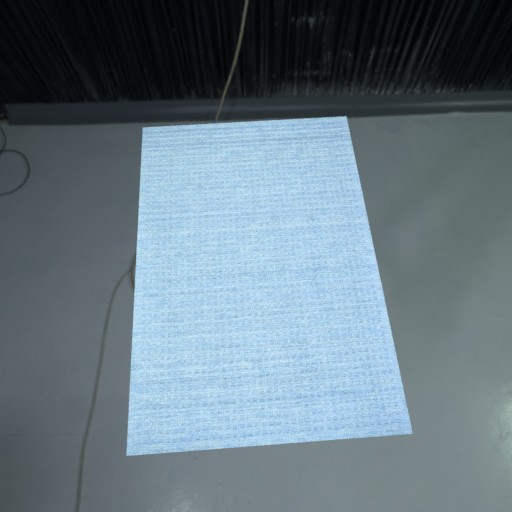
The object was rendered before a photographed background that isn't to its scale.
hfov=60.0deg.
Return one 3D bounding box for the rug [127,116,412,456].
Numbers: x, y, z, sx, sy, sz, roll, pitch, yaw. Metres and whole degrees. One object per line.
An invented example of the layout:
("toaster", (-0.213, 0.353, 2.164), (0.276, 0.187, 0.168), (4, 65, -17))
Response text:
("rug", (0.000, 0.000, 3.685), (1.982, 0.006, 2.895), (-4, 64, -2))
